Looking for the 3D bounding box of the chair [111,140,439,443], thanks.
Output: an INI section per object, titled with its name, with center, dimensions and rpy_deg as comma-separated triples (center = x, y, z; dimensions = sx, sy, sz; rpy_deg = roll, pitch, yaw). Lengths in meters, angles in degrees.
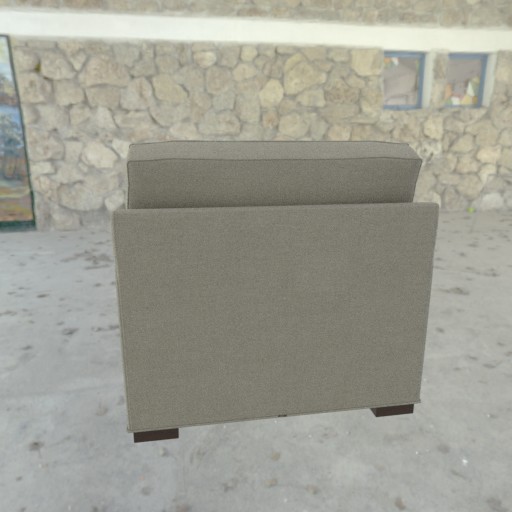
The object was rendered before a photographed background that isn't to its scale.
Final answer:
[chair]
center = 0.000, 0.000, 1.852
dimensions = 0.999, 0.934, 1.044
rpy_deg = -2, 15, -9
